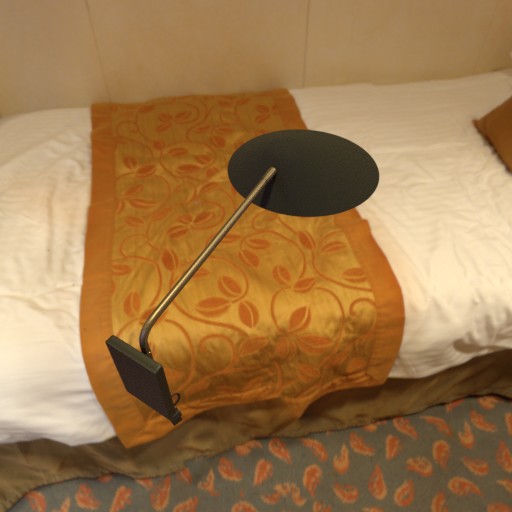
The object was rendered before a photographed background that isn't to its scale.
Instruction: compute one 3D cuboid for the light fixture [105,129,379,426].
[{"bbox_3d":[0.000,0.000,0.682,0.240,0.312,0.516,25,50,22],"label":"light fixture"}]
